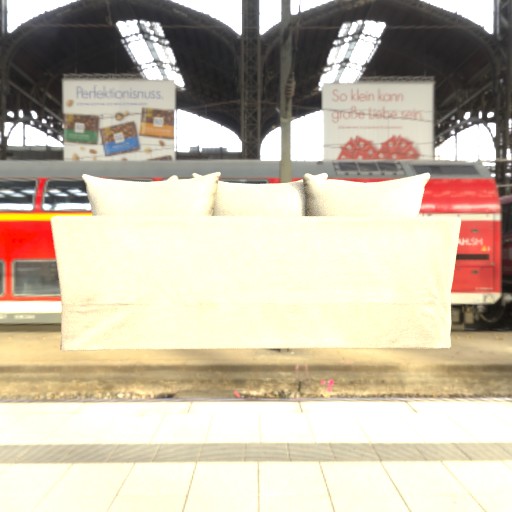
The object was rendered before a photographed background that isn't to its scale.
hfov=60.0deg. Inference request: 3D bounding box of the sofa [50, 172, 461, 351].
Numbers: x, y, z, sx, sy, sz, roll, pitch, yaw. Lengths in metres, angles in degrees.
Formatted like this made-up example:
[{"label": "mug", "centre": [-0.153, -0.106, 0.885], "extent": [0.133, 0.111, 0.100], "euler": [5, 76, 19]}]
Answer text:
[{"label": "sofa", "centre": [0.000, 0.000, 2.939], "extent": [2.290, 1.034, 1.031], "euler": [0, 0, -2]}]
